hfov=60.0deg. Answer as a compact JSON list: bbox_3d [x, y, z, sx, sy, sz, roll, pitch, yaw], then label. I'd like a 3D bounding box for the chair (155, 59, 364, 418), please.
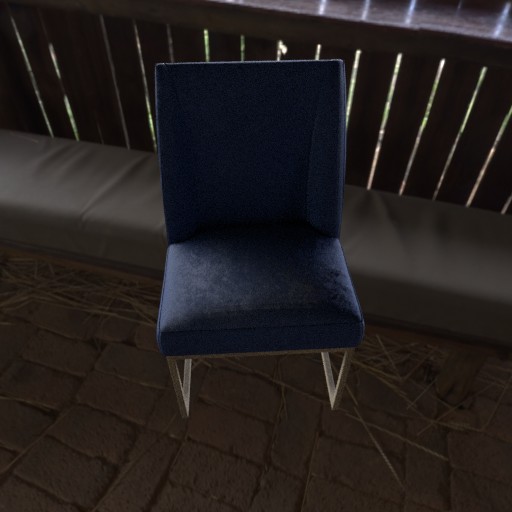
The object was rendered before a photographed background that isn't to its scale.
[{"bbox_3d":[0.000,0.000,1.217,0.508,0.863,0.522,-2,45,-2],"label":"chair"}]
